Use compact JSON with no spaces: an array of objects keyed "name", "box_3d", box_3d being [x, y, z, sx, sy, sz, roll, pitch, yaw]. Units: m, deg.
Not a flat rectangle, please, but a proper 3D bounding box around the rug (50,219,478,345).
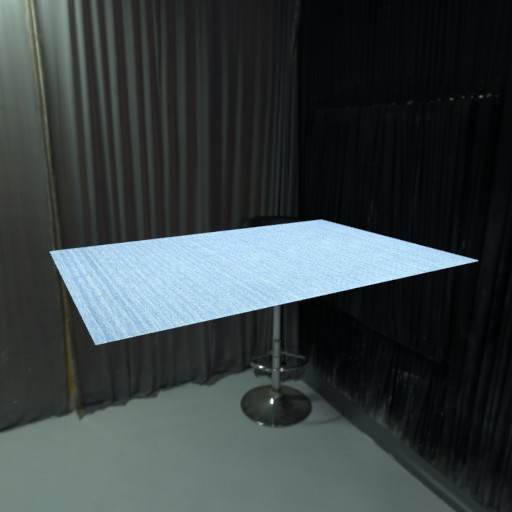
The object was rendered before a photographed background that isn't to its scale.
[{"name":"rug","box_3d":[0.000,0.000,3.624,2.895,0.006,1.982,-9,18,-29]}]
